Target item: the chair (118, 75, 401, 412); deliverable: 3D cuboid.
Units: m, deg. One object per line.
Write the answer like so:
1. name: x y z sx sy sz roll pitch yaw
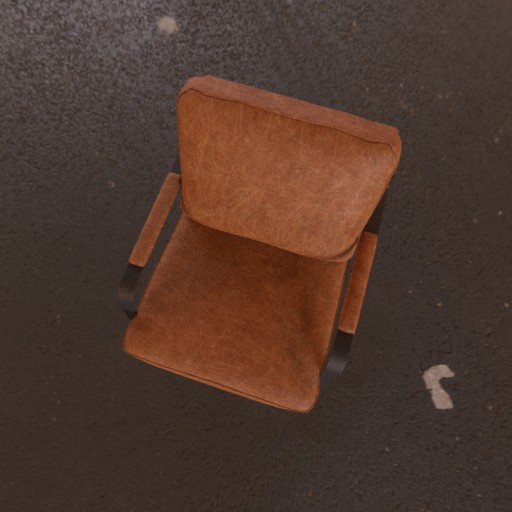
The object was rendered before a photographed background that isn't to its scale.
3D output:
1. chair: 0.000 0.000 1.343 0.651 0.777 0.801 17 76 5
